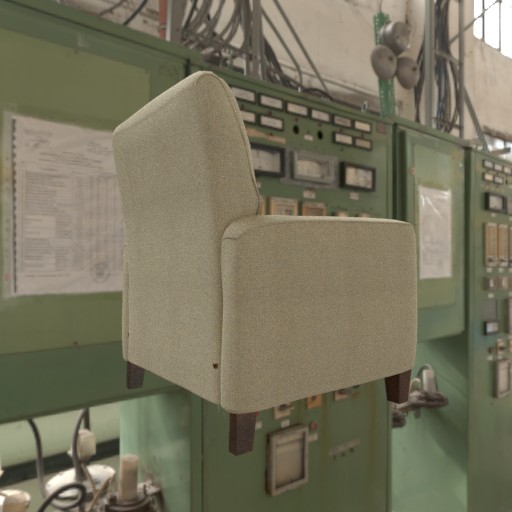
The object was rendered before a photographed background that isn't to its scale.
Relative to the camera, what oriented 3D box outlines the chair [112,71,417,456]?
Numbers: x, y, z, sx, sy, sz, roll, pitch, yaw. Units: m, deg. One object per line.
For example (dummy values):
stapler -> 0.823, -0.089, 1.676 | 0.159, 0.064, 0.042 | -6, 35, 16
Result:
chair -> 0.000, 0.000, 1.605 | 0.853, 1.006, 0.850 | 0, -1, -37
